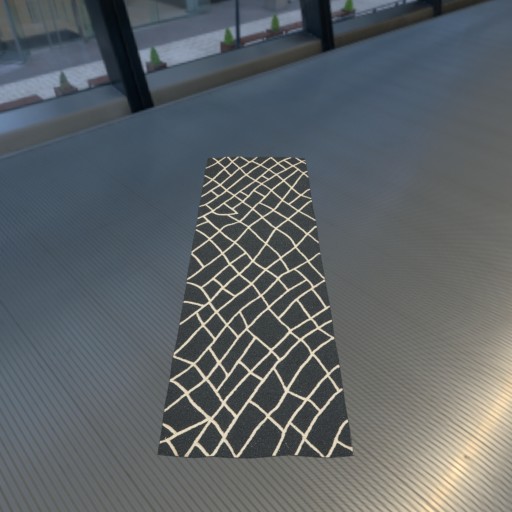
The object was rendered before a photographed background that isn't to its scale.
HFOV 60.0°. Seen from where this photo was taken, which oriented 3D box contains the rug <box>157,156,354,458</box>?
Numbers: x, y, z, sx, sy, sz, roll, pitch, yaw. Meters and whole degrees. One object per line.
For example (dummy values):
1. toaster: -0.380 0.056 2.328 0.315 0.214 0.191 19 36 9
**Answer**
1. rug: 0.000 0.000 2.714 0.807 0.010 2.476 0 41 0
